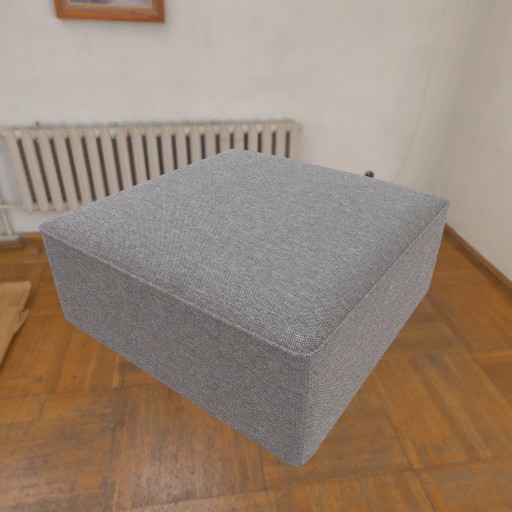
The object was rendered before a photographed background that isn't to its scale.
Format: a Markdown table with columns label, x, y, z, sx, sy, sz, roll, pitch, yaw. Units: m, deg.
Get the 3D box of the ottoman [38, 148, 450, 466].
| label | x | y | z | sx | sy | sz | roll | pitch | yaw |
| --- | --- | --- | --- | --- | --- | --- | --- | --- | --- |
| ottoman | 0.000 | 0.000 | 1.564 | 1.005 | 0.455 | 1.005 | 21 | 37 | 31 |
